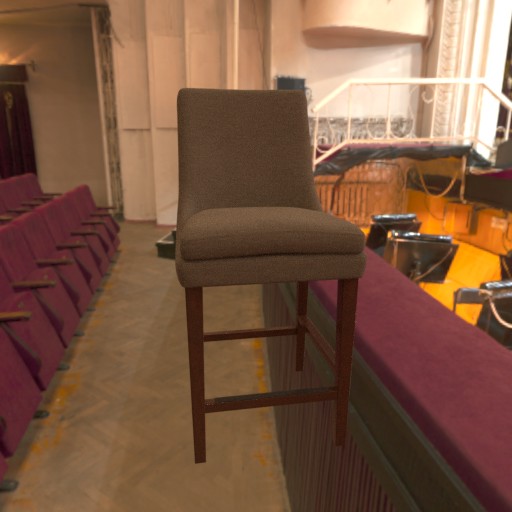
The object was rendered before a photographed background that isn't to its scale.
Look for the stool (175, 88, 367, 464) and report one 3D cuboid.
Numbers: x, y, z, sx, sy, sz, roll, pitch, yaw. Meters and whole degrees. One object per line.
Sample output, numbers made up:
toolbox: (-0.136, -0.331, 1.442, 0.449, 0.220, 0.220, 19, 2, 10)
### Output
stool: (0.000, 0.000, 1.319, 0.470, 0.981, 0.577, -3, 15, -10)
